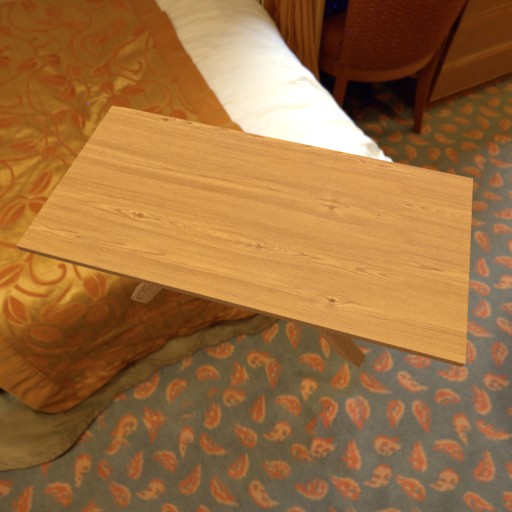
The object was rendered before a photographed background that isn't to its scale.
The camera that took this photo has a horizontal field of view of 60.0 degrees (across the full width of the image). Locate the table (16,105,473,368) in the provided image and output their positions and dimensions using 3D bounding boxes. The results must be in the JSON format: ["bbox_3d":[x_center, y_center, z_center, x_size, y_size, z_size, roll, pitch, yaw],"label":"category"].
[{"bbox_3d":[0.000,0.000,2.239,1.797,0.750,0.901,14,59,8],"label":"table"}]
